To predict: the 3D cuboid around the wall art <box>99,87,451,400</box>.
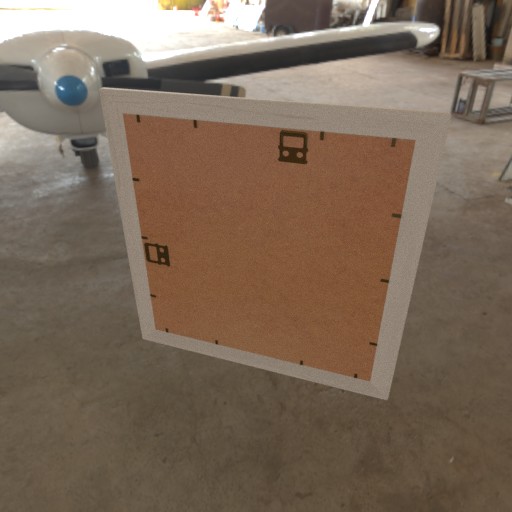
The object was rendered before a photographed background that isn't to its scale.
[{"bbox_3d":[0.000,0.000,0.859,0.584,0.584,0.013,10,33,16],"label":"wall art"}]
